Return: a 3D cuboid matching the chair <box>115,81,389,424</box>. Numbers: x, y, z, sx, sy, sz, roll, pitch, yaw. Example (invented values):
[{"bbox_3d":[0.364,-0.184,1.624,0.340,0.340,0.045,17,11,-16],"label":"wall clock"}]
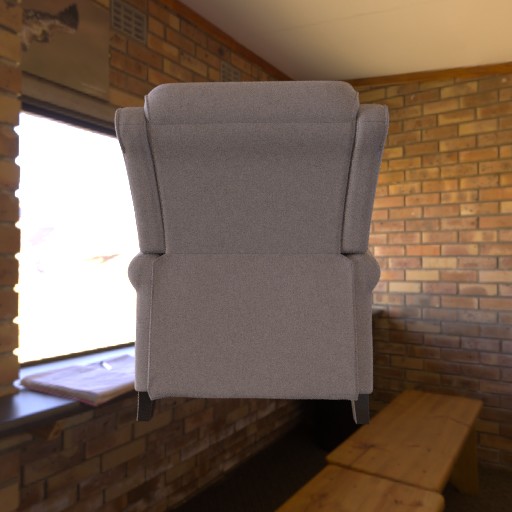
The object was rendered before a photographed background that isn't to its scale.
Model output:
[{"bbox_3d":[0.000,0.000,1.717,0.859,1.046,0.919,0,0,2],"label":"chair"}]
